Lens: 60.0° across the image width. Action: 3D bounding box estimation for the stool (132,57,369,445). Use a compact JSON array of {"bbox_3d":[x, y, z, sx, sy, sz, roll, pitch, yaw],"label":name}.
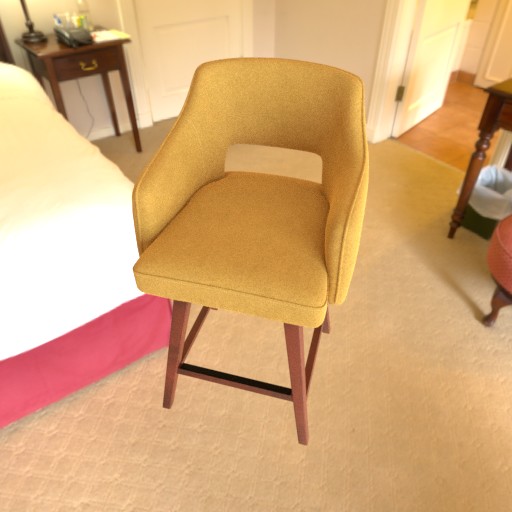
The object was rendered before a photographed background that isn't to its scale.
[{"bbox_3d":[0.000,0.000,1.259,0.548,0.924,0.558,10,41,12],"label":"stool"}]
